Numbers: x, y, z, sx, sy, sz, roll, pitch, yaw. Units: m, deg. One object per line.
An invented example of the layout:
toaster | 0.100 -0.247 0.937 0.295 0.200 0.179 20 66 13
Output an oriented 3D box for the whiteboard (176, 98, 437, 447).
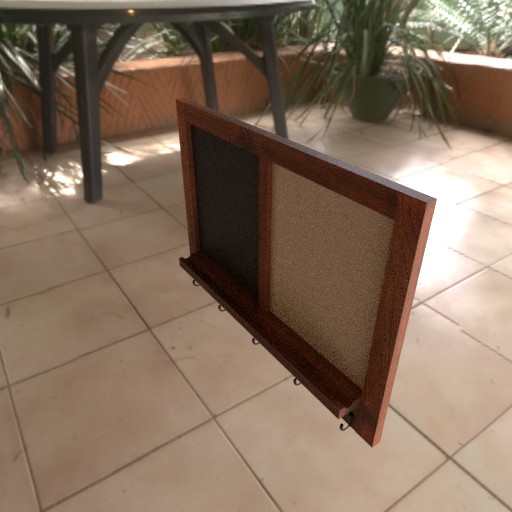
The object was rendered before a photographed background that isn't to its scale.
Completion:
whiteboard | 0.000 0.000 1.019 0.083 0.553 0.768 -21 38 -29
